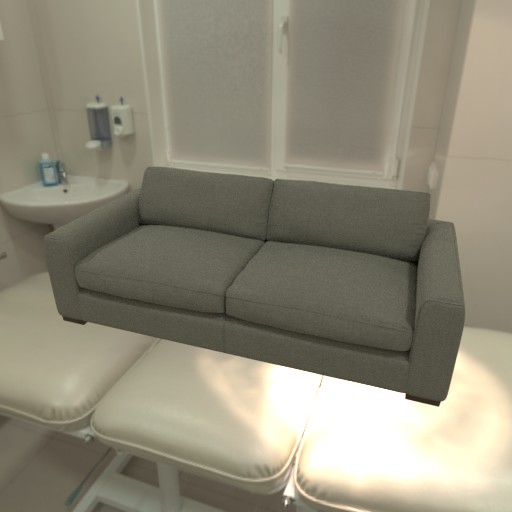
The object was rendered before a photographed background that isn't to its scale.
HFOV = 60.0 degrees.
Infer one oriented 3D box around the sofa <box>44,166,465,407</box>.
[{"bbox_3d":[0.000,0.000,2.682,2.262,0.801,1.070,9,27,17],"label":"sofa"}]
